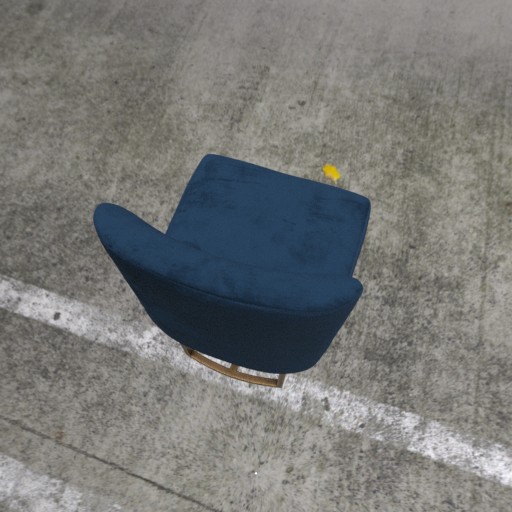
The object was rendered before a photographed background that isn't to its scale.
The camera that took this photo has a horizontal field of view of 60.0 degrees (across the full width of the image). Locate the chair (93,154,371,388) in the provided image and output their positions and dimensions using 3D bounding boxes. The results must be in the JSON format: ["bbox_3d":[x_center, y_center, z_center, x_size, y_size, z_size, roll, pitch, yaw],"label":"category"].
[{"bbox_3d":[0.000,0.000,1.190,0.530,0.824,0.560,17,65,8],"label":"chair"}]
